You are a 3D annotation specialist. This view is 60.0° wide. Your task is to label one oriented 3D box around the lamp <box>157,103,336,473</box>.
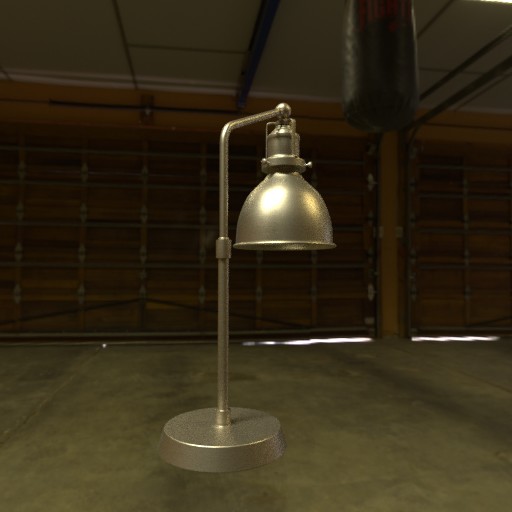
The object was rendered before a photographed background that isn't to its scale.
[{"bbox_3d":[0.000,0.000,0.593,0.153,0.456,0.286,-2,-3,37],"label":"lamp"}]
